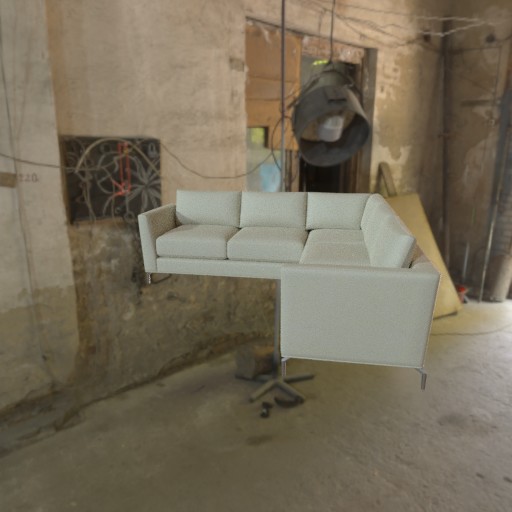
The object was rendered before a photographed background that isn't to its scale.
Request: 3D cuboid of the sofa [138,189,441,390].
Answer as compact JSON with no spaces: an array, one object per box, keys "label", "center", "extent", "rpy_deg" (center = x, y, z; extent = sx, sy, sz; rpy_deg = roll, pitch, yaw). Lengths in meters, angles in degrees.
[{"label":"sofa","center":[0.000,0.000,3.736],"extent":[2.430,0.867,2.448],"rpy_deg":[3,15,10]}]
